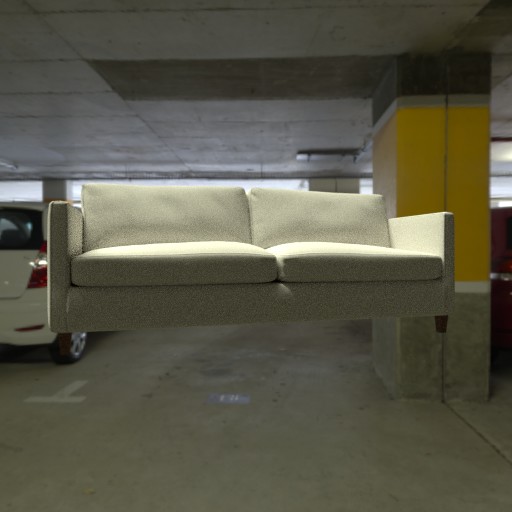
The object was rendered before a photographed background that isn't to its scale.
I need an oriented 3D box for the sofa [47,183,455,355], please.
[{"bbox_3d":[0.000,0.000,2.884,2.361,0.962,0.951,0,1,-16],"label":"sofa"}]
